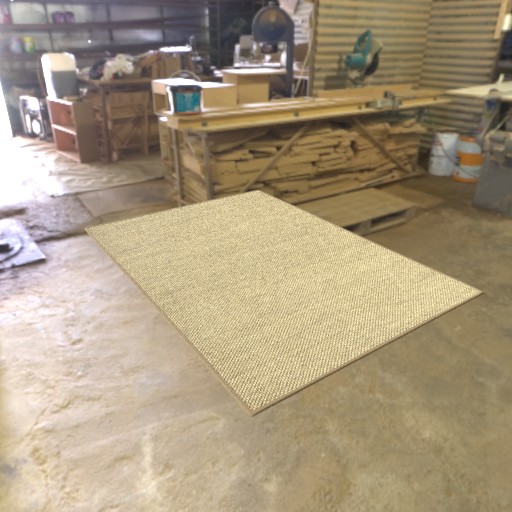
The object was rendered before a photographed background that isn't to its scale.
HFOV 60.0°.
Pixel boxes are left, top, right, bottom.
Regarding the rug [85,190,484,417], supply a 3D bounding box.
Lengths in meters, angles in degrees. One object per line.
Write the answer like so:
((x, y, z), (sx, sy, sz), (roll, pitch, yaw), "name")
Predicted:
((0.000, 0.000, 2.759), (1.517, 0.013, 2.115), (-17, 31, -31), "rug")
